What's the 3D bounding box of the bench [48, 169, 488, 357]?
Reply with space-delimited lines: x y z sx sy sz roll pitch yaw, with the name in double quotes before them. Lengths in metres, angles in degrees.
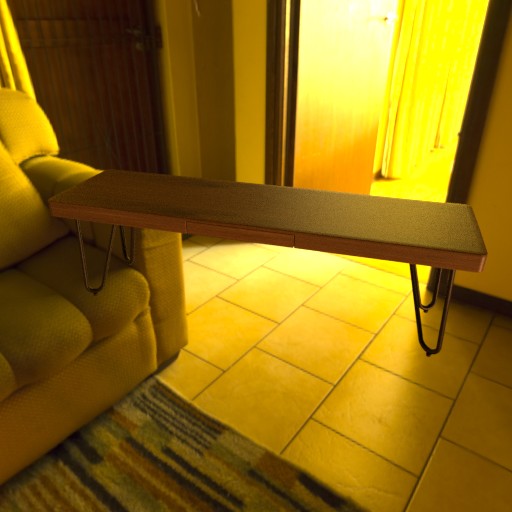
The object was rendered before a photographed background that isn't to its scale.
"bench" 0.000 0.000 1.798 1.570 0.462 0.425 8 29 15
